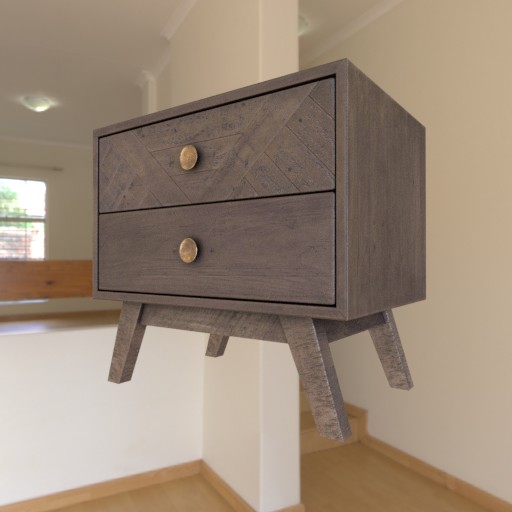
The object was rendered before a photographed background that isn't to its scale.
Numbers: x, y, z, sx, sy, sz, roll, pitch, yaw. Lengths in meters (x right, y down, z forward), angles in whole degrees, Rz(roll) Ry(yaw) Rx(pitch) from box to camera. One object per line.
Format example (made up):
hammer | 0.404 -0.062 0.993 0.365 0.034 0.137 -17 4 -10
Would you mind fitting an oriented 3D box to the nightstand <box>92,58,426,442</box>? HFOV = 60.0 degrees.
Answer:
nightstand | 0.000 0.000 1.036 0.650 0.599 0.450 0 -1 36
